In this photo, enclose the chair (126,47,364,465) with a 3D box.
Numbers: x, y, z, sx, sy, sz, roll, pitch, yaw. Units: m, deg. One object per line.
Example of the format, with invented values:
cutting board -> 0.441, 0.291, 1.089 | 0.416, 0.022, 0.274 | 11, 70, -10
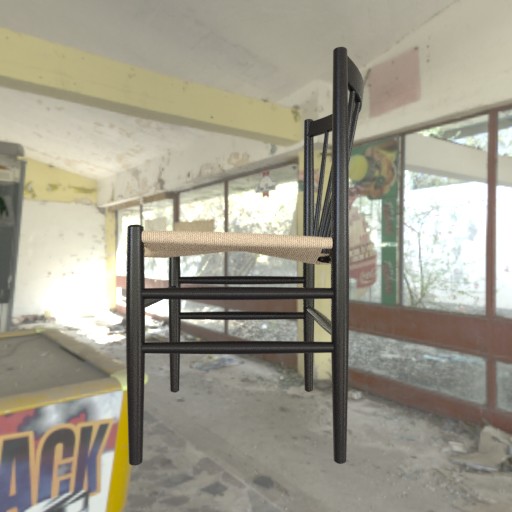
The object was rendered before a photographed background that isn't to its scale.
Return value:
chair -> 0.000, 0.000, 1.101 | 0.516, 0.818, 0.495 | 0, 0, -1
